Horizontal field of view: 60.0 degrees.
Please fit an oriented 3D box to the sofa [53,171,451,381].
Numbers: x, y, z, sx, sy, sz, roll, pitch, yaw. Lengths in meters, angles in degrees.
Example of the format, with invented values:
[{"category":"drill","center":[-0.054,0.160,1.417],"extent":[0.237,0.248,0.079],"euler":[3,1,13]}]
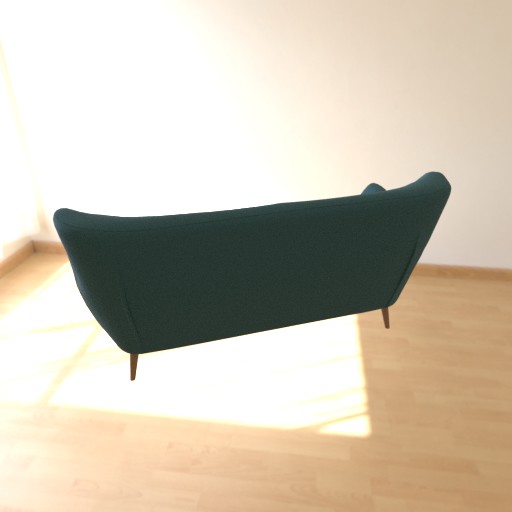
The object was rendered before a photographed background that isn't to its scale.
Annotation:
[{"category":"sofa","center":[0.000,0.000,2.370],"extent":[1.930,0.890,0.889],"euler":[-8,28,-16]}]
